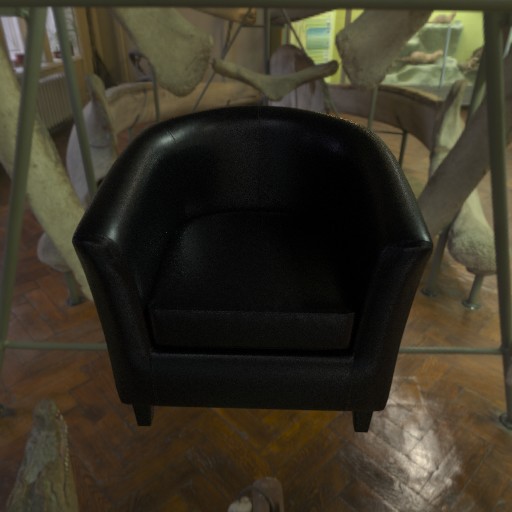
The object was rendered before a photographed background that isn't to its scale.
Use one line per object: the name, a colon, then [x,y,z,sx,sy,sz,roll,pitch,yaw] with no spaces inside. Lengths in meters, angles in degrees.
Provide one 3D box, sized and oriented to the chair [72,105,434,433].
chair: [0.000,0.000,1.357,0.793,0.756,0.727,1,30,2]
